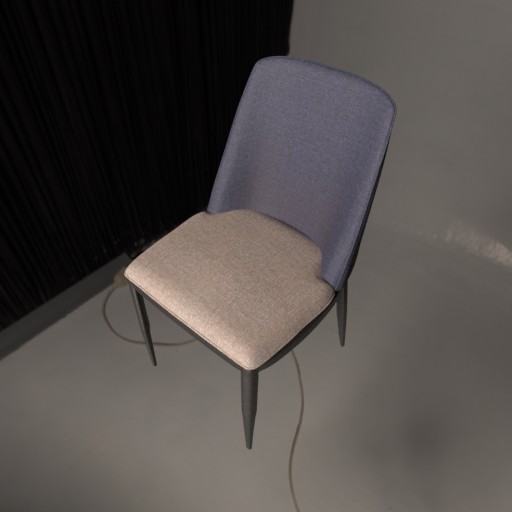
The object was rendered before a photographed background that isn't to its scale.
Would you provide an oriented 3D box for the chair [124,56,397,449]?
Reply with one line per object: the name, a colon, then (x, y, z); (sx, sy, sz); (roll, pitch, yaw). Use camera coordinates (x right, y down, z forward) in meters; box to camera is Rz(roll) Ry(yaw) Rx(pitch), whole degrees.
chair: (0.000, 0.000, 1.171); (0.480, 0.839, 0.551); (31, 52, 28)
